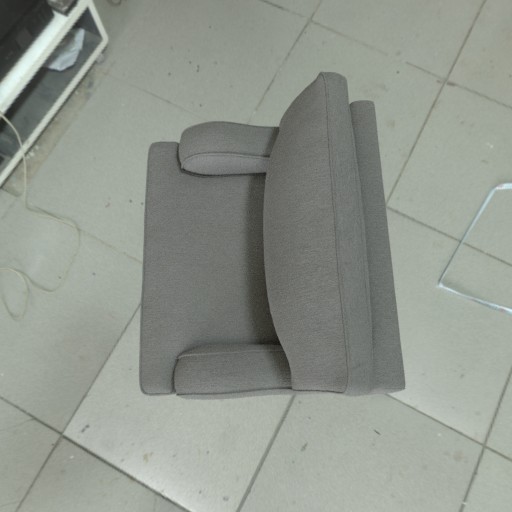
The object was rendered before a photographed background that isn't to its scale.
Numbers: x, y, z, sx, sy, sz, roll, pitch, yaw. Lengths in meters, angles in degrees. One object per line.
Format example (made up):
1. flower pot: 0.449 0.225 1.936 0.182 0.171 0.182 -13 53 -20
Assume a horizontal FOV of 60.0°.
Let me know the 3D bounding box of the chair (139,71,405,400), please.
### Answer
1. chair: 0.000 0.000 2.008 1.041 1.016 1.220 -2 75 0
